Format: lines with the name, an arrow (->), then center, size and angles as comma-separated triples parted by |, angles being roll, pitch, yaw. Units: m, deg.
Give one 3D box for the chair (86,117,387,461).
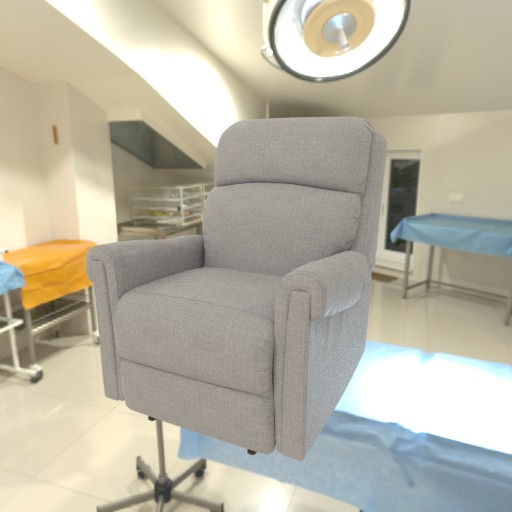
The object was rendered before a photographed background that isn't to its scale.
chair -> 0.000, 0.000, 1.705 | 0.838, 1.054, 1.014 | 7, 15, 26
